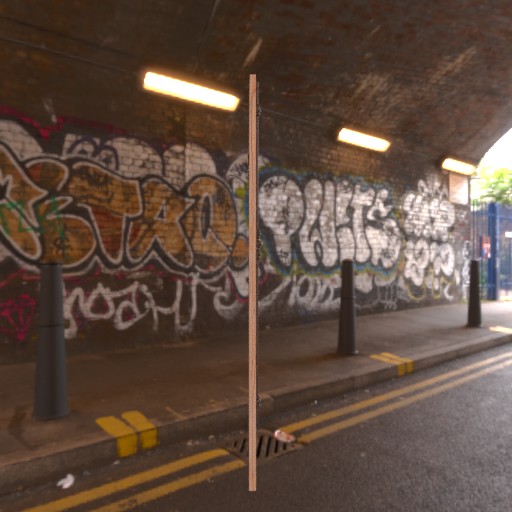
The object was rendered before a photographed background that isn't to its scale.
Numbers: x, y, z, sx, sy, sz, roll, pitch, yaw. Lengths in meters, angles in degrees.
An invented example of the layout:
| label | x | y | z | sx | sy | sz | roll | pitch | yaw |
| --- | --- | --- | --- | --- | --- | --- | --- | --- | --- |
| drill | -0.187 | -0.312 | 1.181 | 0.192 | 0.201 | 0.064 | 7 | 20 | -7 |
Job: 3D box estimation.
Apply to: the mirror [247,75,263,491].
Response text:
| label | x | y | z | sx | sy | sz | roll | pitch | yaw |
| --- | --- | --- | --- | --- | --- | --- | --- | --- | --- |
| mirror | 0.000 | 0.000 | 1.169 | 0.032 | 0.915 | 0.609 | 0 | 0 | 0 |
